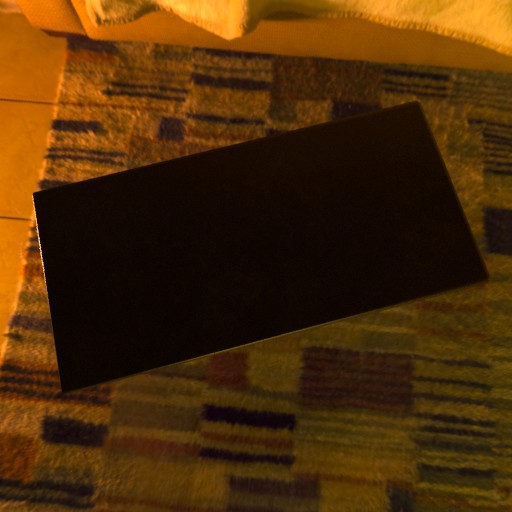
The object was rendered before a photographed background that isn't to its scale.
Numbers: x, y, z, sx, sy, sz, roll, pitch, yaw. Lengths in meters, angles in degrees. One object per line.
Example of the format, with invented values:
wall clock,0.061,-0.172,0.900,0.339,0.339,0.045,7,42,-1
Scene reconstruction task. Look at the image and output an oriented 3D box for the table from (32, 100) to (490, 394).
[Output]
table,0.000,0.000,1.461,1.171,0.487,0.580,-14,76,-4
